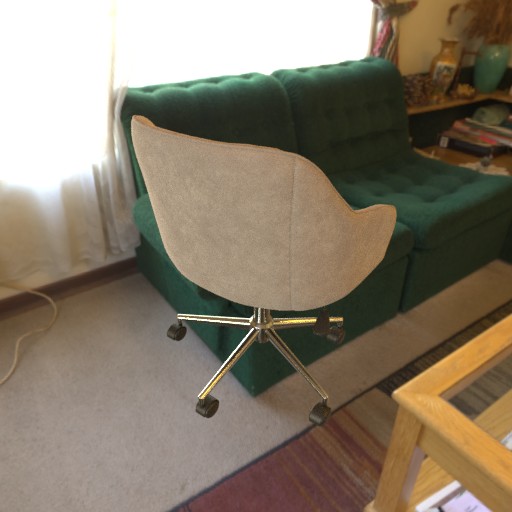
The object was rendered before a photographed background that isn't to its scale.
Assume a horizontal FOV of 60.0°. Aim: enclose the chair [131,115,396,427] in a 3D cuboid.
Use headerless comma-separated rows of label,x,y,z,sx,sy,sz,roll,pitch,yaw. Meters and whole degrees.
chair,0.000,0.000,1.278,0.635,0.831,0.573,22,38,32
